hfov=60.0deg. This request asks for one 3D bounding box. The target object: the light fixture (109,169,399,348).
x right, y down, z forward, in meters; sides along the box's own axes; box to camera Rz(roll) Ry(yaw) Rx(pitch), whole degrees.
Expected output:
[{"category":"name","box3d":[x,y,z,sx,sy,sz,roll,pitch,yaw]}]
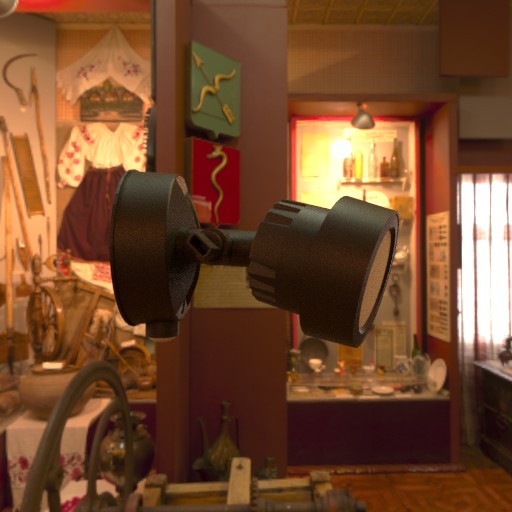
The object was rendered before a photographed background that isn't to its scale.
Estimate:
[{"category":"light fixture","box3d":[0.000,0.000,0.309,0.168,0.120,0.213,0,0,1]}]
